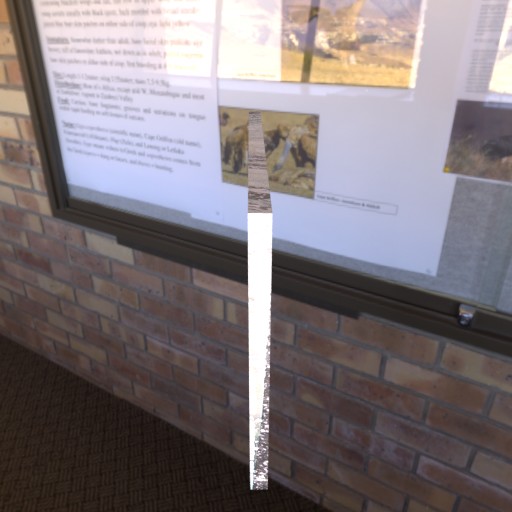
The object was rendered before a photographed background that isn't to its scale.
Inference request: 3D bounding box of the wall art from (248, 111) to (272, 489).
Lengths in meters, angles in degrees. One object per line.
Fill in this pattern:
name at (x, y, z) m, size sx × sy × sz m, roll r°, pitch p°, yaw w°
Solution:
wall art at (0.000, 0.000, 1.176) m, size 0.038 × 0.598 × 0.919 m, roll 0°, pitch 27°, yaw 0°
